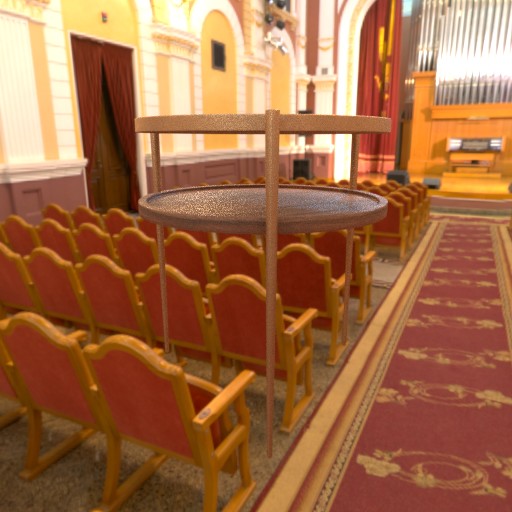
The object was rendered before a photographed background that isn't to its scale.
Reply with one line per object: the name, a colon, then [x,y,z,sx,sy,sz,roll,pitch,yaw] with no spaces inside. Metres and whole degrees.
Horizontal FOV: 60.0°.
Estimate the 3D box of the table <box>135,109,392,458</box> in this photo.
table: [0.000,0.000,0.825,0.456,0.493,0.430,7,17,25]
